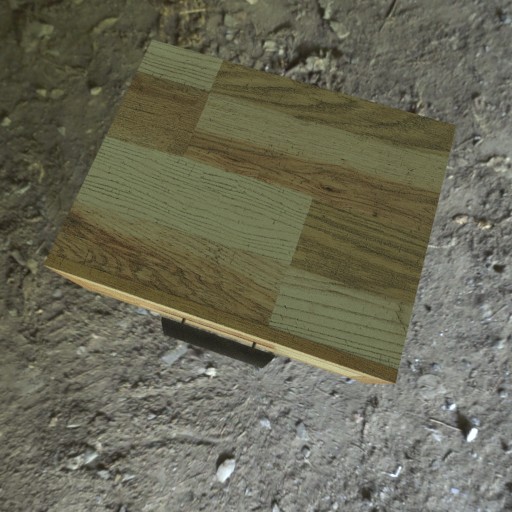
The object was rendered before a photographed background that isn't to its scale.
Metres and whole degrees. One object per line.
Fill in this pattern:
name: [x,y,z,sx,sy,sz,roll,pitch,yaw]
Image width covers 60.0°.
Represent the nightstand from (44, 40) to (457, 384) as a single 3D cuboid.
nightstand: [0.000,0.000,1.015,0.558,0.632,0.481,18,75,5]
